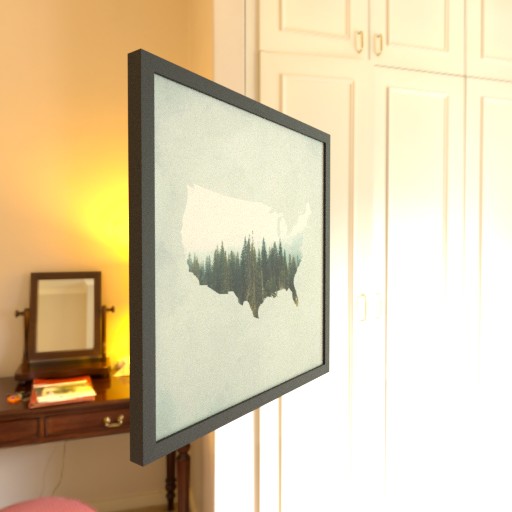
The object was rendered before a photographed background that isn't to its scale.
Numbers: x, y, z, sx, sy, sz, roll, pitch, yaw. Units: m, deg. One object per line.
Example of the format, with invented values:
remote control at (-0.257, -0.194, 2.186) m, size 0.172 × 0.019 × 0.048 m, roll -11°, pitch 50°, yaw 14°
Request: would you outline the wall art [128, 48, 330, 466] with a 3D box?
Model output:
wall art at (0.000, 0.000, 1.128) m, size 0.038 × 0.763 × 0.763 m, roll 1°, pitch 1°, yaw 36°
